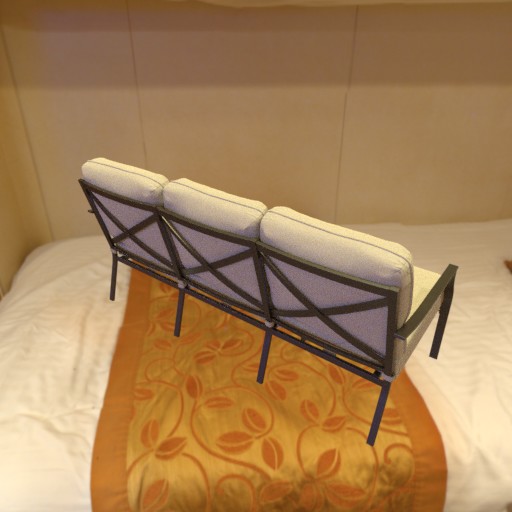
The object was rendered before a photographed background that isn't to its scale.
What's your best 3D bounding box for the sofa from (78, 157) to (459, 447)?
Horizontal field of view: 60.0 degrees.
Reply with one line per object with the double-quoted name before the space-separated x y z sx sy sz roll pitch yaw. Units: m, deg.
"sofa" 0.000 0.000 2.205 1.740 0.860 0.787 20 35 32
